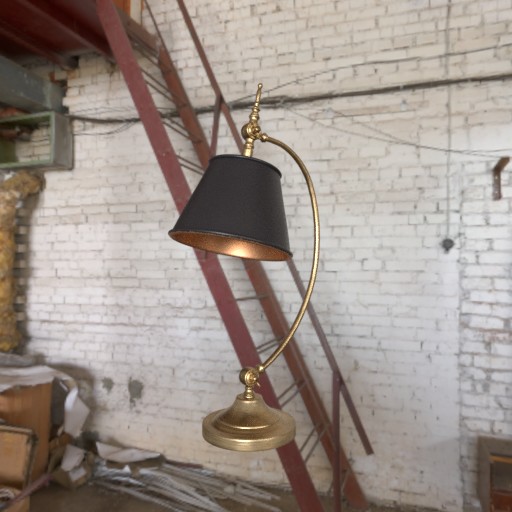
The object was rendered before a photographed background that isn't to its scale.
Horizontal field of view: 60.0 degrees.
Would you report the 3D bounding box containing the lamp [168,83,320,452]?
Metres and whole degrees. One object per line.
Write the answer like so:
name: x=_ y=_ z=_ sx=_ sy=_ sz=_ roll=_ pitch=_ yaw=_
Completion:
lamp: x=0.000 y=0.000 z=0.858 sx=0.344 sy=0.675 sz=0.235 roll=0 pitch=-1 yaw=-36
